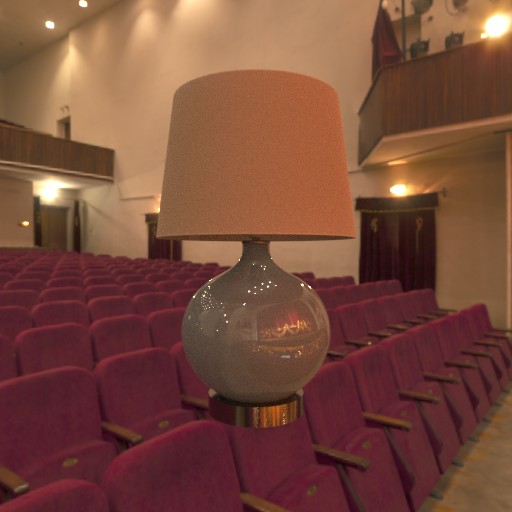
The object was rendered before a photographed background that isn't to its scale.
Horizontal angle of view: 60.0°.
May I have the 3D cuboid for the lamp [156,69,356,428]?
[{"bbox_3d":[0.000,0.000,0.559,0.247,0.387,0.247,0,0,0],"label":"lamp"}]
